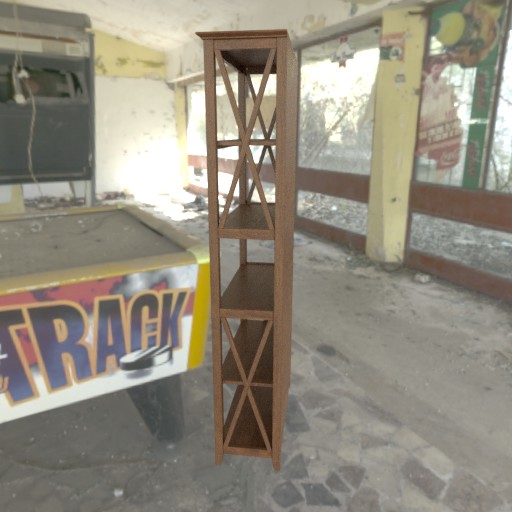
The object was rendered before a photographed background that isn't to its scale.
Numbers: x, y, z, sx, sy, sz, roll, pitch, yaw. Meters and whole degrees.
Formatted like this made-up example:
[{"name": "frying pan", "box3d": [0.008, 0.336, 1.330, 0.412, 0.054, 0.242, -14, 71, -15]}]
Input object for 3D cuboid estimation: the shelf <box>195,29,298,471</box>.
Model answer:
[{"name": "shelf", "box3d": [0.000, 0.000, 2.233, 0.335, 1.905, 0.805, 2, 16, 8]}]
